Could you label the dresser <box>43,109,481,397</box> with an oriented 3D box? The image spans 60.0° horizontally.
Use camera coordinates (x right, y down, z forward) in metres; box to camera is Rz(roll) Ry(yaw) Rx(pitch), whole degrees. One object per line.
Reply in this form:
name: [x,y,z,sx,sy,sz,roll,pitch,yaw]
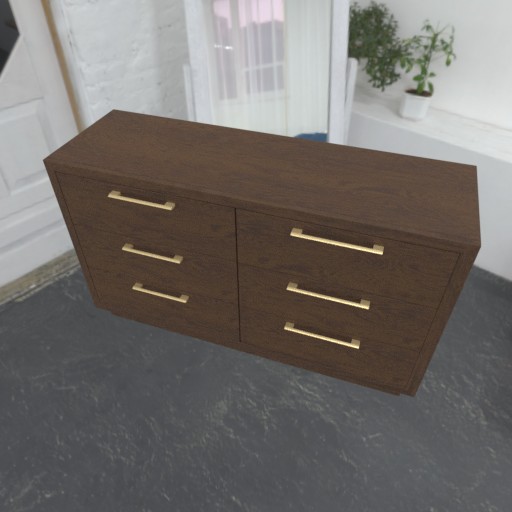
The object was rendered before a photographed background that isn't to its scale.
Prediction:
dresser: [0.000,0.000,1.911,1.523,0.889,0.512,13,43,14]
